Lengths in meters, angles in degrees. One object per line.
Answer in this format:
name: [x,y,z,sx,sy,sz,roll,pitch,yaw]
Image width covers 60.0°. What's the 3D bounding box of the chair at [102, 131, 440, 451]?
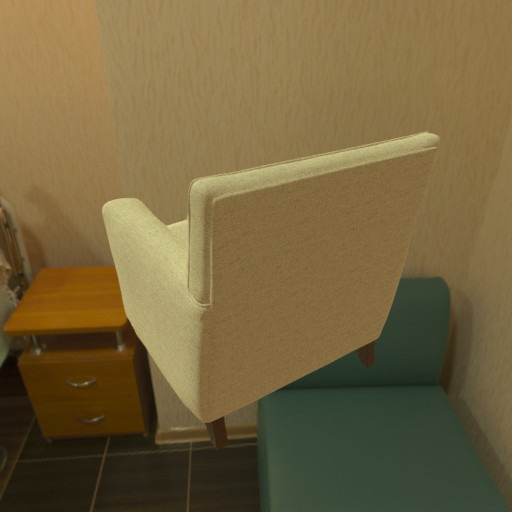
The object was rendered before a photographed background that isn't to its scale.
chair: [0.000,0.000,1.634,0.870,0.943,0.823,-18,33,-29]
